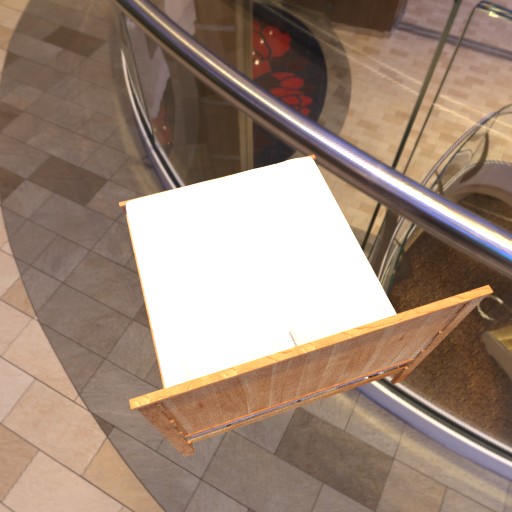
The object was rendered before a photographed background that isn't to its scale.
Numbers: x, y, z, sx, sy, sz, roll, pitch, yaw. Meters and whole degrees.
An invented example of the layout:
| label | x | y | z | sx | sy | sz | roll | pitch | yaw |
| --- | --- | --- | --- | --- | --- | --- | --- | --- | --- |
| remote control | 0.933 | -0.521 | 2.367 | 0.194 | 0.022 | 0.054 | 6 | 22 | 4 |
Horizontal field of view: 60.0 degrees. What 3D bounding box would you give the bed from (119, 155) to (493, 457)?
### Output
| label | x | y | z | sx | sy | sz | roll | pitch | yaw |
| --- | --- | --- | --- | --- | --- | --- | --- | --- | --- |
| bed | 0.000 | 0.000 | 3.984 | 2.225 | 1.938 | 2.530 | -16 | 60 | -9 |
